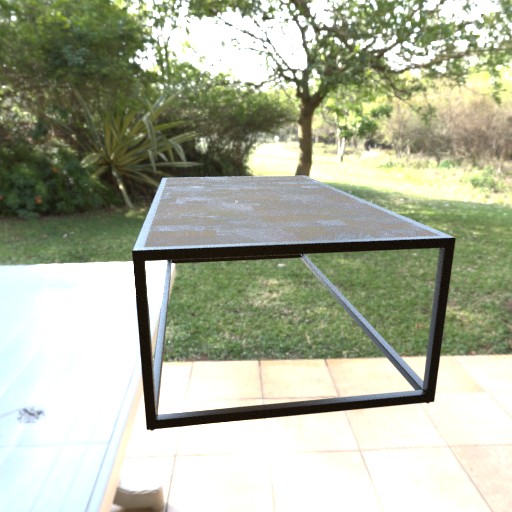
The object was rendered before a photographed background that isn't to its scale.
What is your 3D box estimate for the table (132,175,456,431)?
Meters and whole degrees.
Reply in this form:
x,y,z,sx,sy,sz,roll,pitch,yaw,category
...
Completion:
x,y,z,sx,sy,sz,roll,pitch,yaw,category
0.000,0.000,1.489,0.649,0.398,1.199,-2,17,-8,table
